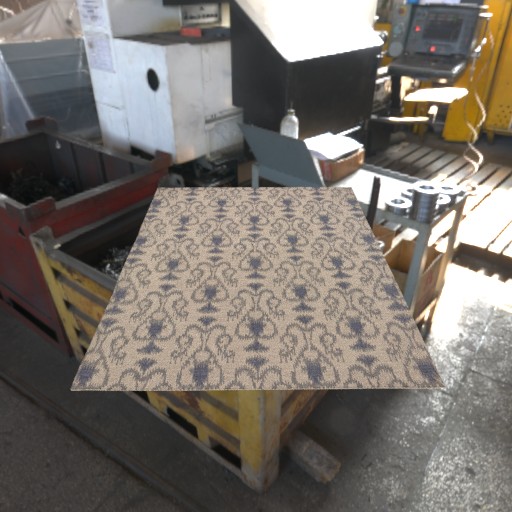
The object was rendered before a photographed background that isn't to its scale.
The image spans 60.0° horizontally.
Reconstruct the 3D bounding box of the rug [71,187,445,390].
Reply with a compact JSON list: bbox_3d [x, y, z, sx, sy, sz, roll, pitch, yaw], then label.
[{"bbox_3d":[0.000,0.000,4.212,2.437,0.015,3.205,0,33,0],"label":"rug"}]
